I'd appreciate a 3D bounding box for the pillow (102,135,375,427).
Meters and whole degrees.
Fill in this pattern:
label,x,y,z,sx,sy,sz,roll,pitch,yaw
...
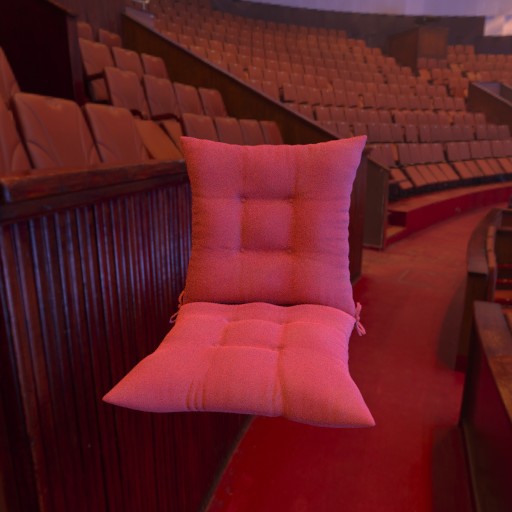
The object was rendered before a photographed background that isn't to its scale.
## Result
label,x,y,z,sx,sy,sz,roll,pitch,yaw
pillow,0.000,0.000,1.018,0.541,0.536,0.585,2,15,9
